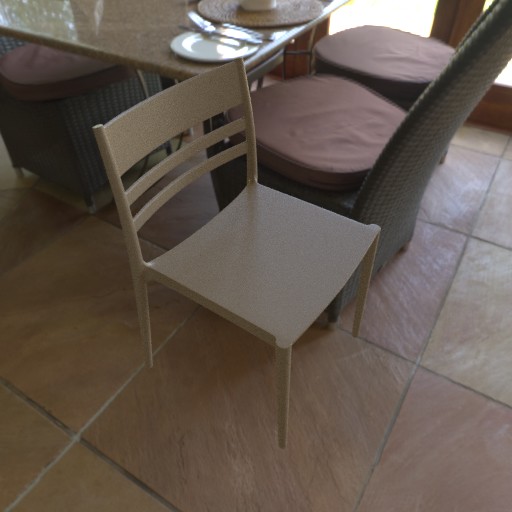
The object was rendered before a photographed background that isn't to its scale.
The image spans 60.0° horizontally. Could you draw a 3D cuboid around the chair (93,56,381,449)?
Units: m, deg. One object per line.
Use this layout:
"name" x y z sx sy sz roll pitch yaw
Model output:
"chair" 0.000 0.000 1.162 0.511 0.800 0.531 26 49 25
